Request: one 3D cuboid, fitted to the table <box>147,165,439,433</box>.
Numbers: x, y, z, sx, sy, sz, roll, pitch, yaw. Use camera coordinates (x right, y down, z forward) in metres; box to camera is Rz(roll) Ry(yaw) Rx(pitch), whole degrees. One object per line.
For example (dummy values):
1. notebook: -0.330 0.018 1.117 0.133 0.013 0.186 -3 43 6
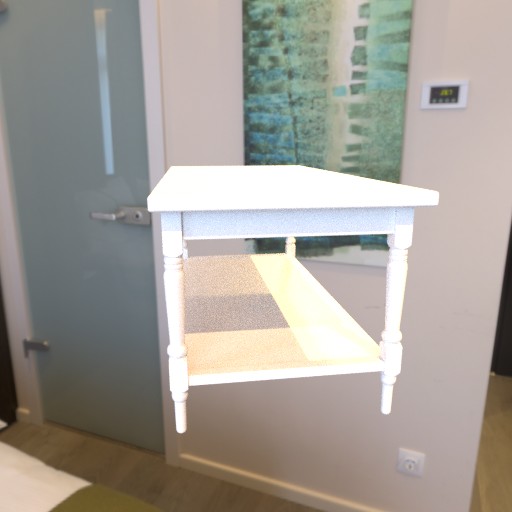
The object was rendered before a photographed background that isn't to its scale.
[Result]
1. table: 0.000 0.000 1.406 0.550 0.510 1.107 -2 14 -8
